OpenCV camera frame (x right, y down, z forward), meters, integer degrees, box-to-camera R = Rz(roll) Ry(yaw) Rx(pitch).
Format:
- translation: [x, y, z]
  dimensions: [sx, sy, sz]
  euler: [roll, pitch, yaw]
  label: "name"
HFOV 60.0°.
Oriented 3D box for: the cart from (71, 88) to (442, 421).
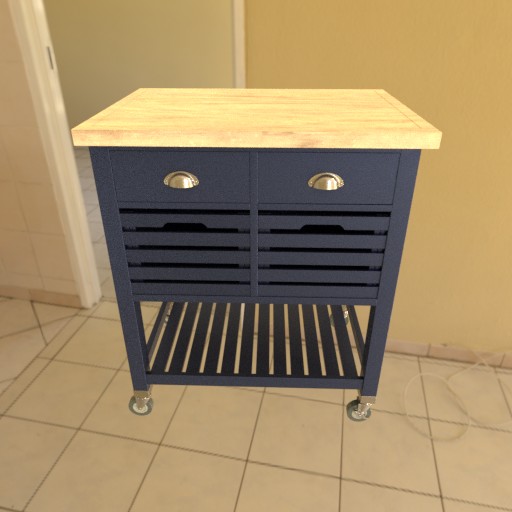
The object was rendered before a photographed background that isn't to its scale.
- translation: [0.000, 0.000, 1.408]
  dimensions: [0.797, 0.920, 0.567]
  euler: [1, 29, 2]
  label: "cart"
